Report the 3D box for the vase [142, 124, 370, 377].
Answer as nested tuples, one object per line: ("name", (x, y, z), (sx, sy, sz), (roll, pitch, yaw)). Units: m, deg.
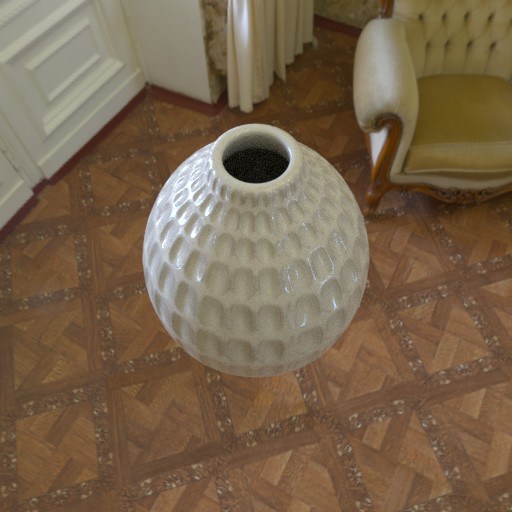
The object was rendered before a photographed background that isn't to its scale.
("vase", (0.000, 0.000, 0.256), (0.128, 0.167, 0.128), (0, 60, 0))
